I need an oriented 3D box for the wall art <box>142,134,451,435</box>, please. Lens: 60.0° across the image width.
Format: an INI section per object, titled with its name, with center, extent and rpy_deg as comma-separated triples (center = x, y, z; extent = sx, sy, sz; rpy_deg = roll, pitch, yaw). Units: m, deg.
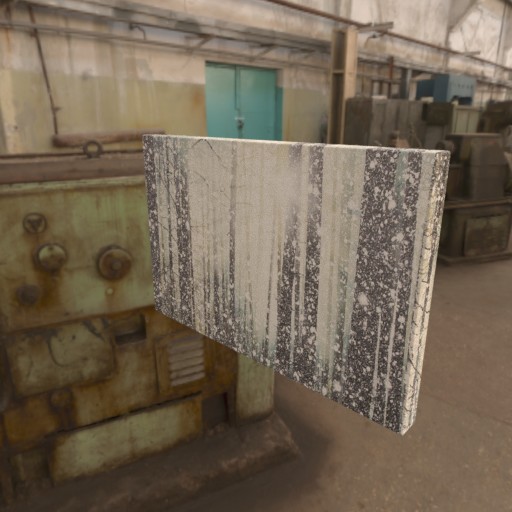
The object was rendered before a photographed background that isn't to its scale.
[wall art]
center = 0.000, 0.000, 0.791
extent = 0.618, 0.398, 0.042
rpy_deg = 17, 24, 41
